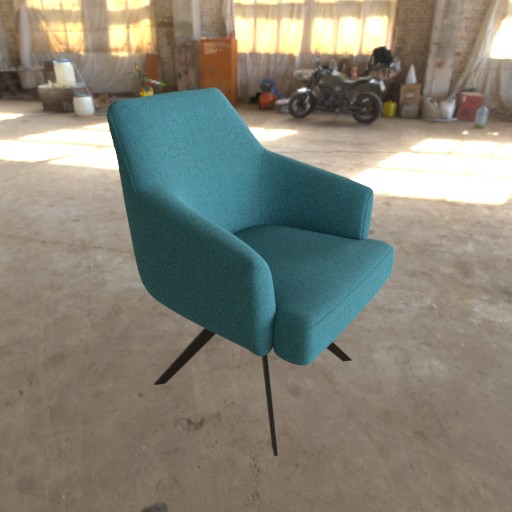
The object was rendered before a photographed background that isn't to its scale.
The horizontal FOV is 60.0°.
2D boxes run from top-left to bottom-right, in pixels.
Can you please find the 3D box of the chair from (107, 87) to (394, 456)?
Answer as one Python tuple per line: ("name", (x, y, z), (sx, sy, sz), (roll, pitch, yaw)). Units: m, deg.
("chair", (0.000, 0.000, 1.311), (0.677, 0.874, 0.642), (18, 32, 31))
